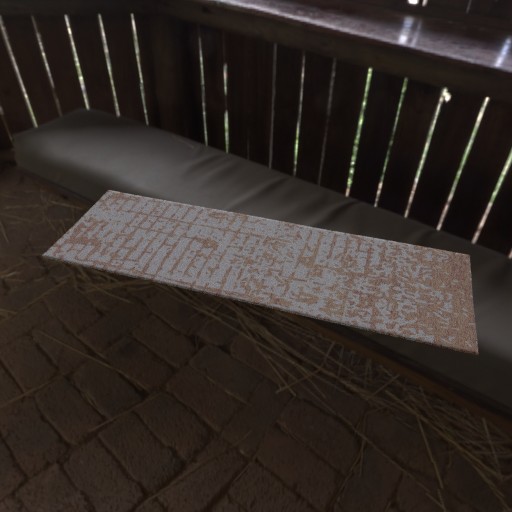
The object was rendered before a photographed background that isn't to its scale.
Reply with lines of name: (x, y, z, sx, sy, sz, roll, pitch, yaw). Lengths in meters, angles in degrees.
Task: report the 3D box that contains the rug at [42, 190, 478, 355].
rug: (0.000, 0.000, 2.640, 2.435, 0.011, 0.750, 11, 43, 13)
